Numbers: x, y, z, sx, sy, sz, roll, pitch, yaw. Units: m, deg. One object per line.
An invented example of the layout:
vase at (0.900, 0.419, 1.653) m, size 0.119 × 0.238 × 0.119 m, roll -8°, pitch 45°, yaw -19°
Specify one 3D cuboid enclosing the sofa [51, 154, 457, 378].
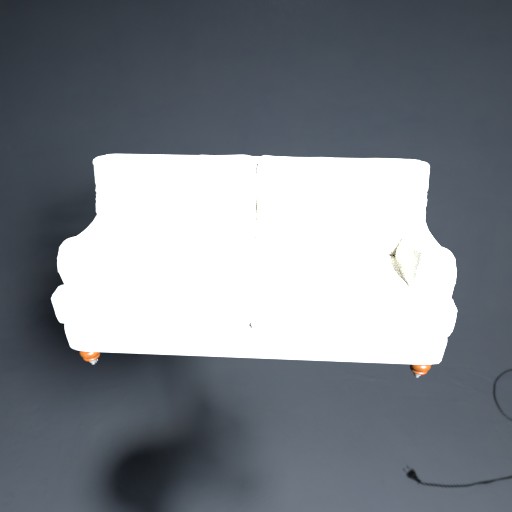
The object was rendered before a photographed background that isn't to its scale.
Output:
sofa at (0.000, 0.000, 2.715) m, size 2.159 × 1.087 × 1.086 m, roll 2°, pitch 31°, yaw 3°
